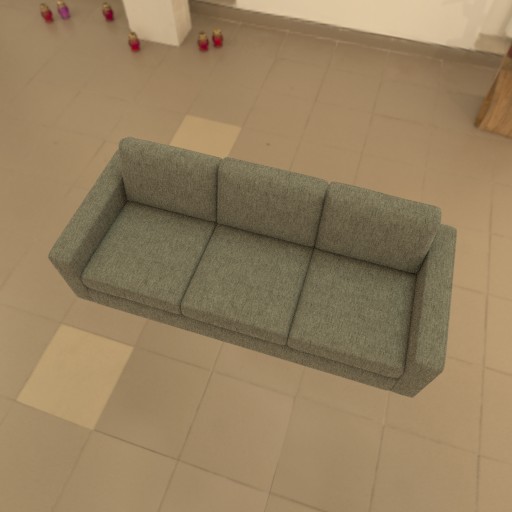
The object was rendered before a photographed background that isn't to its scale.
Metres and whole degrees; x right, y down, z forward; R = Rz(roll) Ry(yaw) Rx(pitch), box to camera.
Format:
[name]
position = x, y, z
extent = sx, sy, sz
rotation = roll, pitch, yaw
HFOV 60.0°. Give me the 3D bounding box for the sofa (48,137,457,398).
[sofa]
position = 0.000, 0.000, 2.621
extent = 2.160, 0.800, 0.900
rotation = 15, 59, 9
